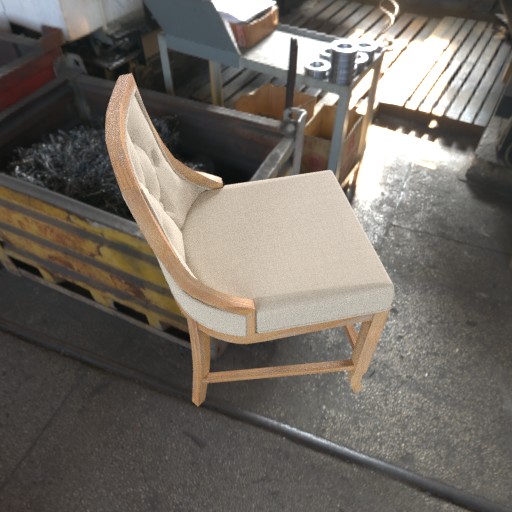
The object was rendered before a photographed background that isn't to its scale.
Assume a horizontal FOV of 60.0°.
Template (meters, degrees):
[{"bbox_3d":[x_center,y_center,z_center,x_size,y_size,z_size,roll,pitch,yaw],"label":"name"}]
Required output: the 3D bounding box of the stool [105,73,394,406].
[{"bbox_3d":[0.000,0.000,1.287,0.626,0.938,0.524,-9,48,-8],"label":"stool"}]
